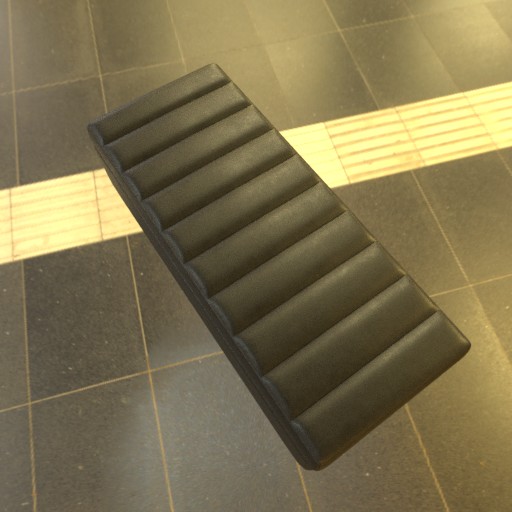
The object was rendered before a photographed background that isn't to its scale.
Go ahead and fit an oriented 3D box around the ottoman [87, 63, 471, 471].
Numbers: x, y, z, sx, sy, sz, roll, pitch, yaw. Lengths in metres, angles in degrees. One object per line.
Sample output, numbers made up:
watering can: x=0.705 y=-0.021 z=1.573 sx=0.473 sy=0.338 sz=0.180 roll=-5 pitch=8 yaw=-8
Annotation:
ottoman: x=0.000 y=0.000 z=1.370 sx=0.482 sy=0.469 sz=1.151 roll=-32 pitch=69 yaw=-14
